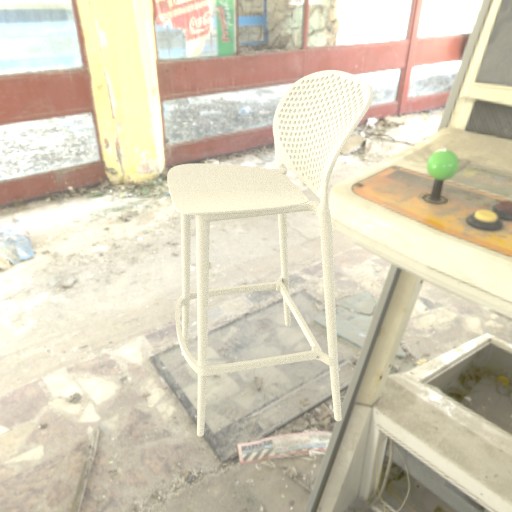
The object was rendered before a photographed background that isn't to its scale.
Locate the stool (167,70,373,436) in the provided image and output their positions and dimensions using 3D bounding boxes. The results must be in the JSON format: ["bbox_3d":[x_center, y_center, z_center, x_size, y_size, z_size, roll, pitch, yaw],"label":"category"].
[{"bbox_3d":[0.000,0.000,1.385,0.535,1.045,0.536,-8,31,-13],"label":"stool"}]
